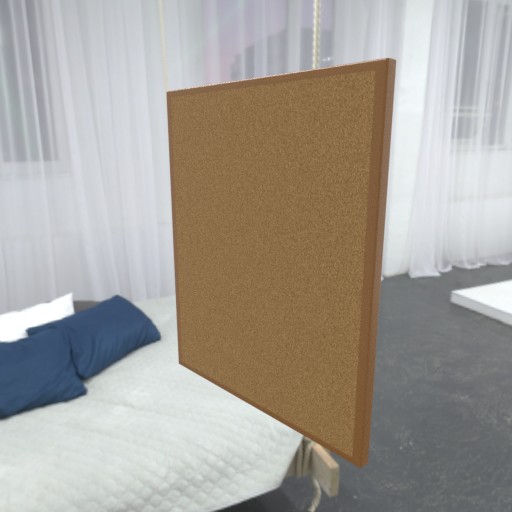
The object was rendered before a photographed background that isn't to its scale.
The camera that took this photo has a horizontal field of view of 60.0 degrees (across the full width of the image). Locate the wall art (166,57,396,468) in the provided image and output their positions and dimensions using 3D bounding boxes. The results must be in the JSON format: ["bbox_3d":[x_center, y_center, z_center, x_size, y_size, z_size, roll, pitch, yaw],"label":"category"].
[{"bbox_3d":[0.000,0.000,0.739,0.022,0.553,0.452,-13,19,-43],"label":"wall art"}]
